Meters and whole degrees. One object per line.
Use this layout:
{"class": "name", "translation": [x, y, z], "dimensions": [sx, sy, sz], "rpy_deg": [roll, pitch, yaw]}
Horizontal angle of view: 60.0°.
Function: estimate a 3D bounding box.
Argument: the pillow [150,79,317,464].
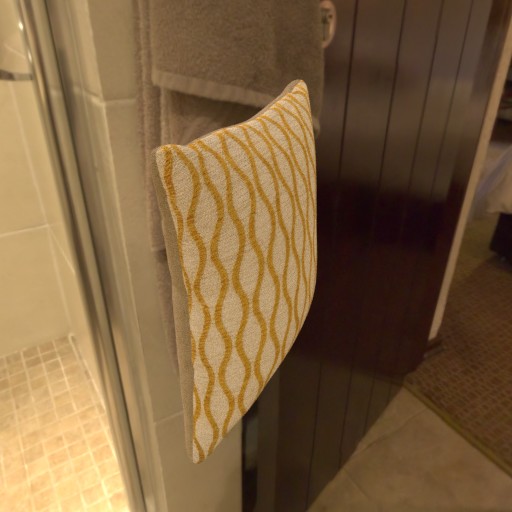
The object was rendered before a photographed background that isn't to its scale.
{"class": "pillow", "translation": [0.000, 0.000, 0.654], "dimensions": [0.159, 0.436, 0.429], "rpy_deg": [11, 31, 18]}
